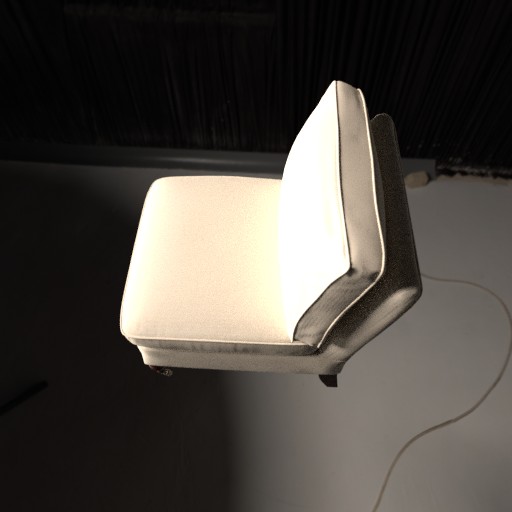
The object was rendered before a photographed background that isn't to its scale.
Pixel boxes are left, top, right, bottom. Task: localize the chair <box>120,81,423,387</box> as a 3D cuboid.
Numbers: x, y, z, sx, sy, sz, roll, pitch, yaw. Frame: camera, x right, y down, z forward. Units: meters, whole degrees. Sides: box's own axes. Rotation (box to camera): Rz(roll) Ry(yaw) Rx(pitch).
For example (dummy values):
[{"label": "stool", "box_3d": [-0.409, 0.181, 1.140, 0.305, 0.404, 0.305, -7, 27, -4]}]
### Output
[{"label": "chair", "box_3d": [0.000, 0.000, 1.426, 0.781, 0.887, 0.630, 2, 58, 1]}]
